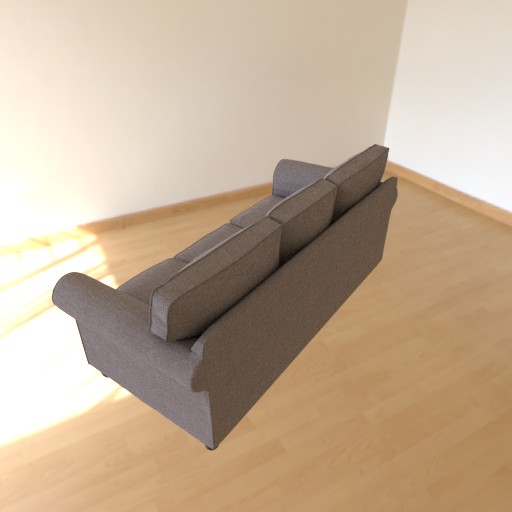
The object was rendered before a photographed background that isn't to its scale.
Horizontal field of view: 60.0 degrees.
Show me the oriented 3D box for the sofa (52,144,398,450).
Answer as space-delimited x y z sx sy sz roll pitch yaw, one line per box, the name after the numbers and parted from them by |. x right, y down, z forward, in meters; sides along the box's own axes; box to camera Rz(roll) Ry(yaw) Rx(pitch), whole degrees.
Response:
0.000 0.000 2.625 0.916 0.961 2.084 21 38 29 | sofa
